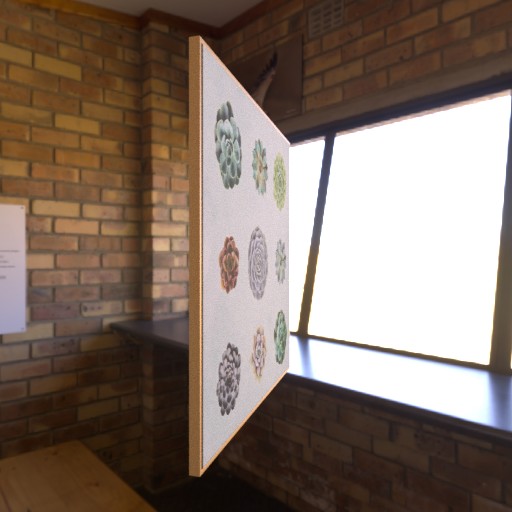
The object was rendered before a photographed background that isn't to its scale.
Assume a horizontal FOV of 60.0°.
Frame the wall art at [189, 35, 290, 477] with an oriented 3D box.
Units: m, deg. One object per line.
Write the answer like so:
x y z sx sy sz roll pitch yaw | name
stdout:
0.000 0.000 0.678 0.013 0.455 0.457 0 0 16 | wall art
